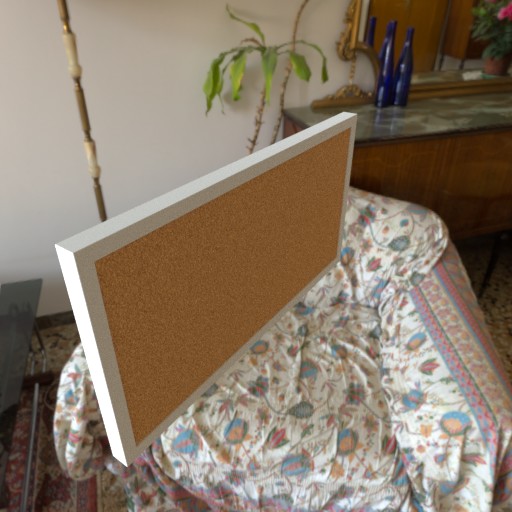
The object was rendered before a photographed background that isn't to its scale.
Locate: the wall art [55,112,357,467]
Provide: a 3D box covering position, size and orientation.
[{"bbox_3d":[0.000,0.000,0.938,0.038,0.431,0.812,21,37,30],"label":"wall art"}]
